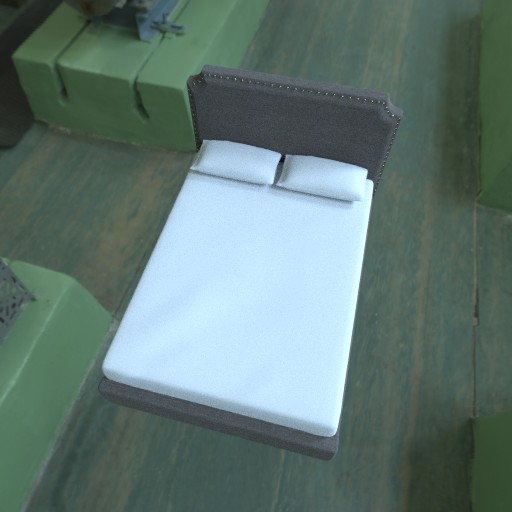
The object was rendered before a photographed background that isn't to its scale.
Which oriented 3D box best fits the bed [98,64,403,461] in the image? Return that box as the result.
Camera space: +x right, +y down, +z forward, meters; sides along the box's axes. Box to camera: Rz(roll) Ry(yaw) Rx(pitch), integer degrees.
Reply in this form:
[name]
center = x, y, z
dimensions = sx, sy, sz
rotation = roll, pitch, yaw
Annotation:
[bed]
center = 0.000, 0.000, 3.367
dimensions = 1.713, 1.457, 2.381
rotation = 12, 58, 8
